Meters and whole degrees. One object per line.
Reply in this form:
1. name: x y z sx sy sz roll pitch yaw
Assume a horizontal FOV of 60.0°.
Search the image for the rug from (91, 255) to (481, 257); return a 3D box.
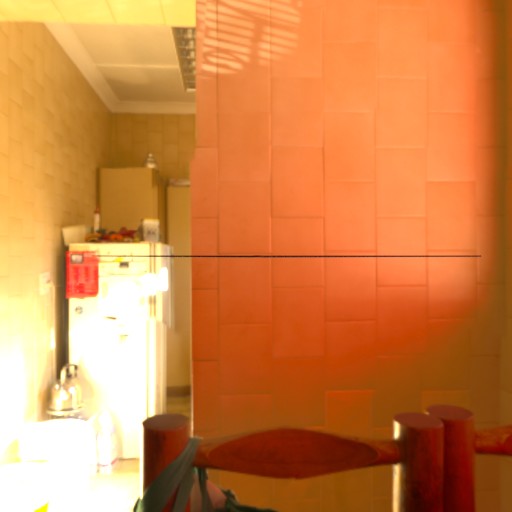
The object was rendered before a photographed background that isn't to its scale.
1. rug: 0.000 0.000 3.890 2.053 0.011 2.940 0 0 -35
